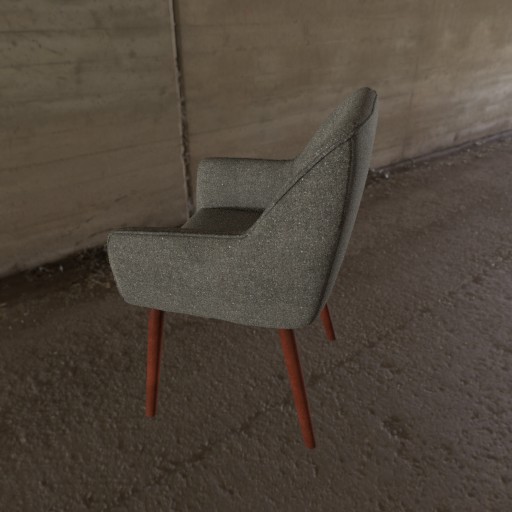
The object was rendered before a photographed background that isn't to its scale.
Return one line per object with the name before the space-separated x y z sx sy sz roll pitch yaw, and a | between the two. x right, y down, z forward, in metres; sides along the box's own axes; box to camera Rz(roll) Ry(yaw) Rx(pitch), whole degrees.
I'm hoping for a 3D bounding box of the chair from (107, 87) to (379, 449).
chair | 0.000 0.000 1.154 0.519 0.803 0.543 8 31 14
